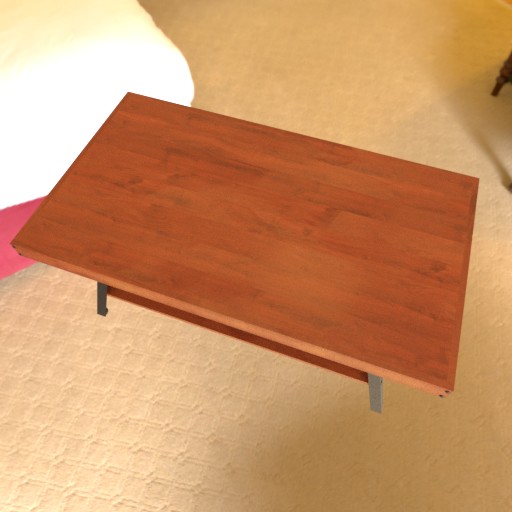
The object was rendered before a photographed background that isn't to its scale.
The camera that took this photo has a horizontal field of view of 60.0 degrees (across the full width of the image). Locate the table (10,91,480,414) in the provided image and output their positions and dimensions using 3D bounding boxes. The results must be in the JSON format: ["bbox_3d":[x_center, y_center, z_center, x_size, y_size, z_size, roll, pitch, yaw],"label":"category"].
[{"bbox_3d":[0.000,0.000,1.337,1.067,0.457,0.610,17,60,10],"label":"table"}]
